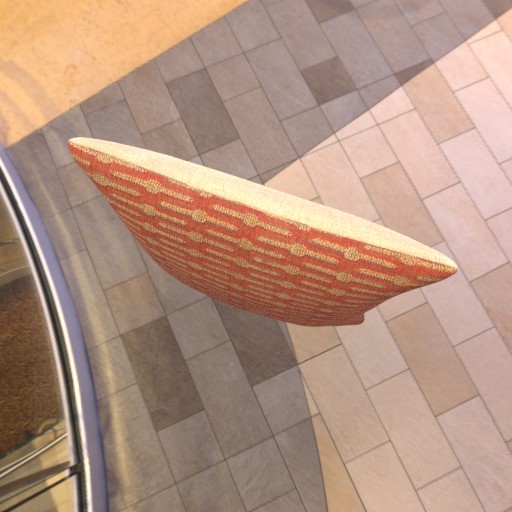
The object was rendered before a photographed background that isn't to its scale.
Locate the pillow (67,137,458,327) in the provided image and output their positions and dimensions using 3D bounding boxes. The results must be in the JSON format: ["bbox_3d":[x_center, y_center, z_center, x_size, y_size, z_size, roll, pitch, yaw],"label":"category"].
[{"bbox_3d":[0.000,0.000,0.778,0.511,0.503,0.182,19,76,5],"label":"pillow"}]
